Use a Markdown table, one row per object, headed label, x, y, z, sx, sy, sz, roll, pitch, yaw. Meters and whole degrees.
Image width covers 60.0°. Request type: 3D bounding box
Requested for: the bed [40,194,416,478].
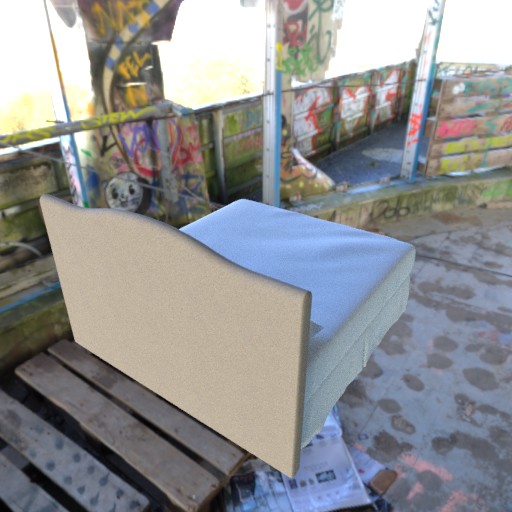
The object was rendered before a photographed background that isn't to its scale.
| label | x | y | z | sx | sy | sz | roll | pitch | yaw |
| --- | --- | --- | --- | --- | --- | --- | --- | --- | --- |
| bed | 0.000 | 0.000 | 3.534 | 2.083 | 1.421 | 2.182 | 19 | 34 | 31 |
